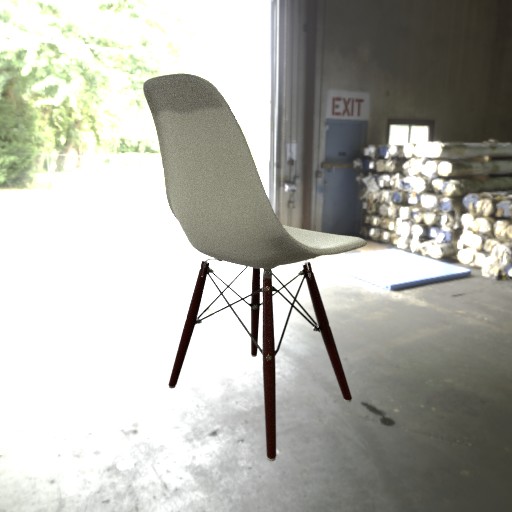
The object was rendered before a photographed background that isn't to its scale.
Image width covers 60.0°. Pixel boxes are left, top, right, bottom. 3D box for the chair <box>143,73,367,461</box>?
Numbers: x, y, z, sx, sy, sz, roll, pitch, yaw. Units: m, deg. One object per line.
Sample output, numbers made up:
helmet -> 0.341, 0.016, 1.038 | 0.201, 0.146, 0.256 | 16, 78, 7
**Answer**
chair -> 0.000, 0.000, 1.155 | 0.533, 0.826, 0.470 | -13, 19, -43
